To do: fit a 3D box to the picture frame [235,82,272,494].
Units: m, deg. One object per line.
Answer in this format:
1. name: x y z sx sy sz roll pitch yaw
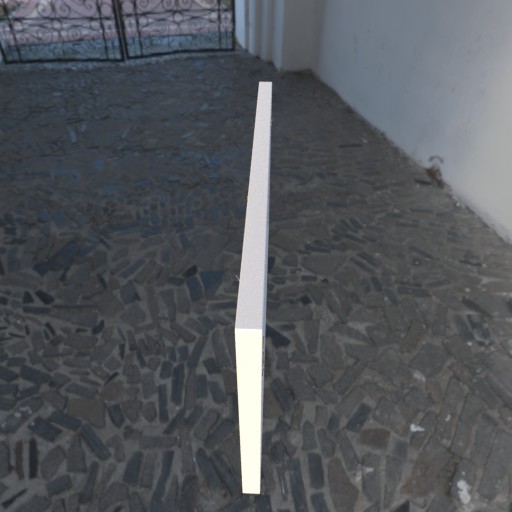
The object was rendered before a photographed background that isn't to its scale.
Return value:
1. picture frame: 0.000 0.000 0.781 0.044 0.379 0.647 2 41 2
